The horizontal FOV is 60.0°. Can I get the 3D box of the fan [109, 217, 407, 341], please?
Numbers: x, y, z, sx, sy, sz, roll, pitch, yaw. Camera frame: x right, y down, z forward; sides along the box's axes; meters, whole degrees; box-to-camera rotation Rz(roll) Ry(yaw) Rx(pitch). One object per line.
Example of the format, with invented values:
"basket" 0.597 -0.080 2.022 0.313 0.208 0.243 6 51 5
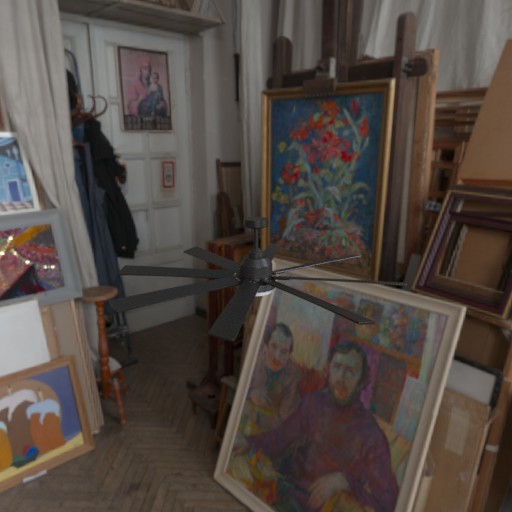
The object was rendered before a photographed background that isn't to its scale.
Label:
"fan" 0.000 0.000 2.781 1.830 0.472 1.830 2 15 9
